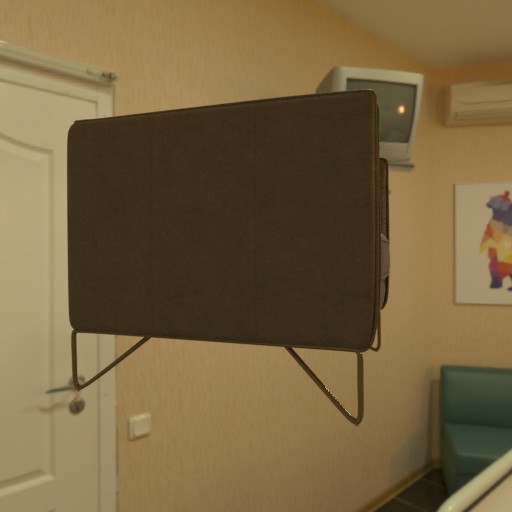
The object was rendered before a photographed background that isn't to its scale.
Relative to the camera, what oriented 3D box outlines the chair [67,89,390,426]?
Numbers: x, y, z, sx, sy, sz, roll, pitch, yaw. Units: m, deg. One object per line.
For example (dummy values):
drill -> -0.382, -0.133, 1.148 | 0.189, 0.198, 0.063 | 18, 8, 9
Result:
chair -> 0.000, 0.000, 1.547 | 0.894, 0.790, 0.880 | 0, 0, 18
